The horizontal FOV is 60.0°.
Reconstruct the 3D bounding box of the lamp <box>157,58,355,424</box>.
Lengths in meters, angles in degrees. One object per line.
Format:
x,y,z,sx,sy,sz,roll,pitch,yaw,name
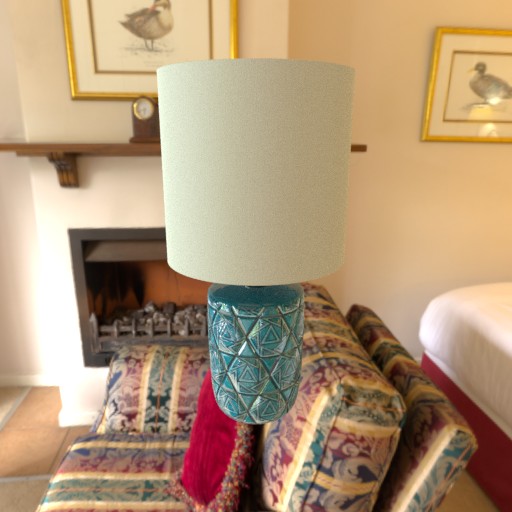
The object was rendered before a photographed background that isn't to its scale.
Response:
0.000,0.000,0.491,0.193,0.377,0.193,-15,22,-42,lamp
